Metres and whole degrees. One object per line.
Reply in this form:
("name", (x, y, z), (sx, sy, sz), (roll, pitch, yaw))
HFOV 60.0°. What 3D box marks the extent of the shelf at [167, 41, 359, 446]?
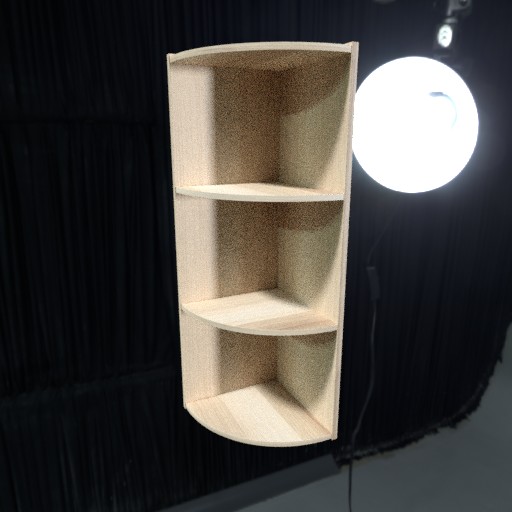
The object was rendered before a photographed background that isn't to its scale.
("shelf", (0.000, 0.000, 1.014), (0.290, 0.872, 0.290), (-7, 17, -25))
